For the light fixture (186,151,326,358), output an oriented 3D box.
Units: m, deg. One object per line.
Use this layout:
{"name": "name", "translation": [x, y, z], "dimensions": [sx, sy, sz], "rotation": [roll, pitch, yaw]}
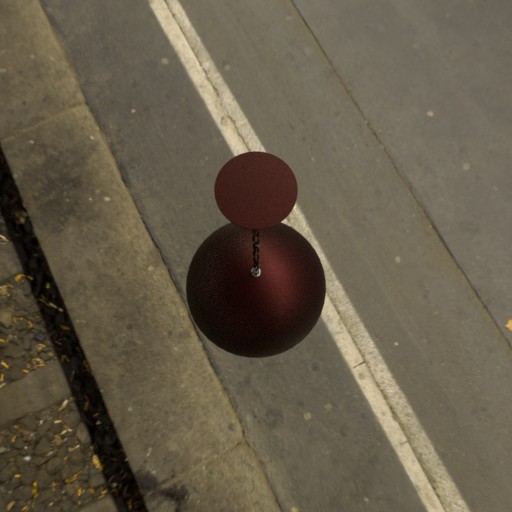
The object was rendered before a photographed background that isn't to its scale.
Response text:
{"name": "light fixture", "translation": [0.000, 0.000, 1.154], "dimensions": [0.492, 0.869, 0.492], "rotation": [41, 79, 10]}
